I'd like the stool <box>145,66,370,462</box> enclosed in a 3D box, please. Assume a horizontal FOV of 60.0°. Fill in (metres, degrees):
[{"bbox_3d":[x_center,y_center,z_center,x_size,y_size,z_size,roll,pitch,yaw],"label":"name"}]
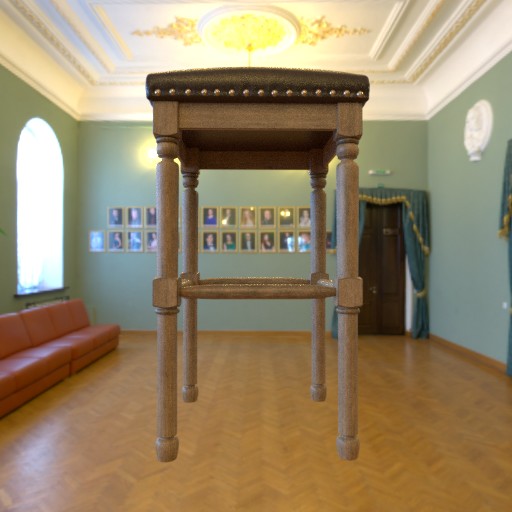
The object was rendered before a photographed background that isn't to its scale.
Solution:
[{"bbox_3d":[0.000,0.000,0.930,0.383,0.702,0.382,0,-1,-1],"label":"stool"}]
